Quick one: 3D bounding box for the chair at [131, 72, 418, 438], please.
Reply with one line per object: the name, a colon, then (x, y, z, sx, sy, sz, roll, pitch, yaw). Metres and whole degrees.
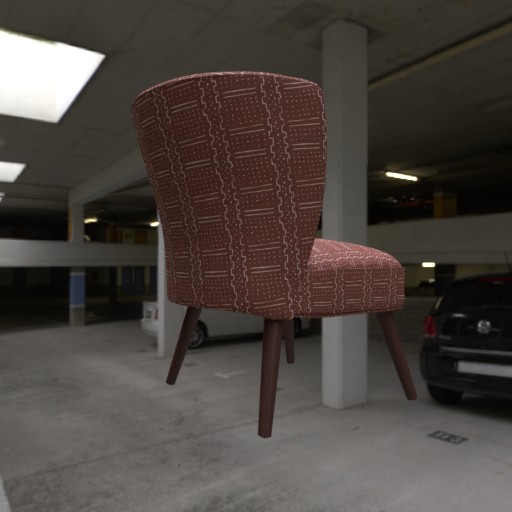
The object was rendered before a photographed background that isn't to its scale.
chair: (0.000, 0.000, 1.374, 0.758, 0.866, 0.706, 1, -1, -34)
